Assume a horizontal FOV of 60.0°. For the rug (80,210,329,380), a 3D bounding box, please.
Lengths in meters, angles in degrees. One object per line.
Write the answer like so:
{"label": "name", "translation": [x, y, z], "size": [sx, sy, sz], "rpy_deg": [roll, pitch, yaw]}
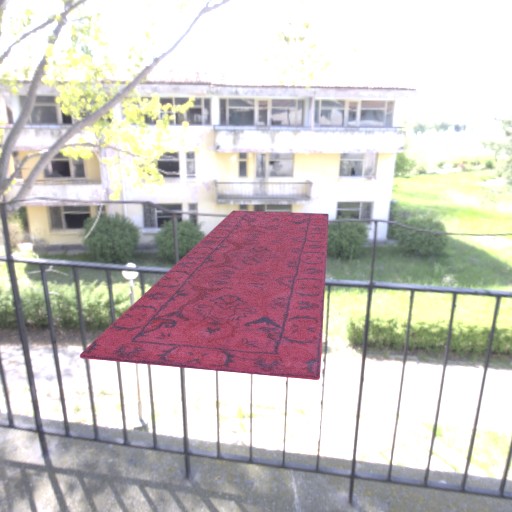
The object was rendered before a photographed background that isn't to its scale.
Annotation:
{"label": "rug", "translation": [0.000, 0.000, 2.588], "size": [0.813, 0.018, 2.439], "rpy_deg": [3, 18, 9]}
